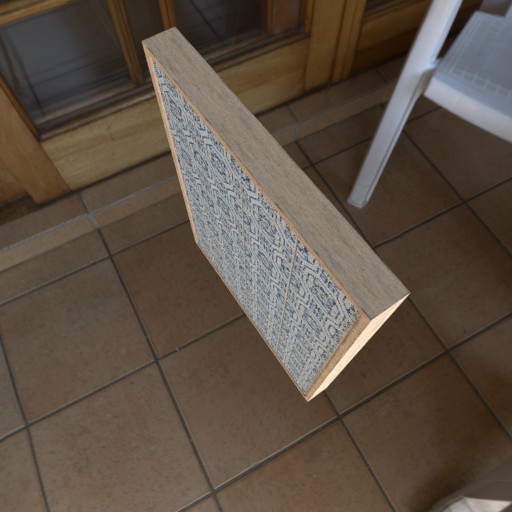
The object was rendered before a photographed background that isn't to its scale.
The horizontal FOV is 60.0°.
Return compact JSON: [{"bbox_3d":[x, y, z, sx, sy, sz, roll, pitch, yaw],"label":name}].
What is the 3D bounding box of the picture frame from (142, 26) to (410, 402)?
[{"bbox_3d":[0.000,0.000,0.701,0.046,0.526,0.421,-32,68,-14],"label":"picture frame"}]
